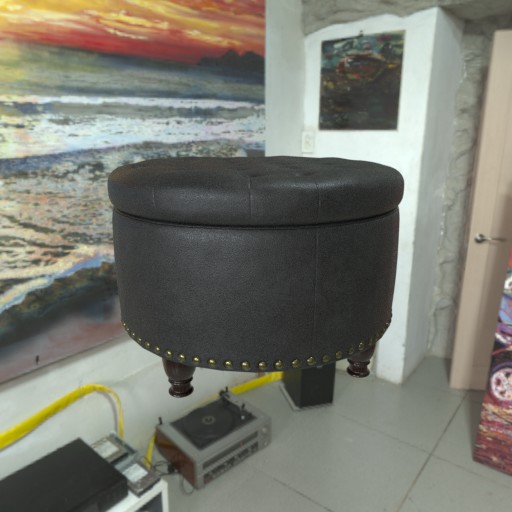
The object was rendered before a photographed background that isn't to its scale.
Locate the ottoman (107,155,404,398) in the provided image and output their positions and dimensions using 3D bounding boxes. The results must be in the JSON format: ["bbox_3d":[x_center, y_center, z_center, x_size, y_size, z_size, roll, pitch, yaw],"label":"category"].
[{"bbox_3d":[0.000,0.000,1.046,0.637,0.442,0.637,0,16,0],"label":"ottoman"}]
